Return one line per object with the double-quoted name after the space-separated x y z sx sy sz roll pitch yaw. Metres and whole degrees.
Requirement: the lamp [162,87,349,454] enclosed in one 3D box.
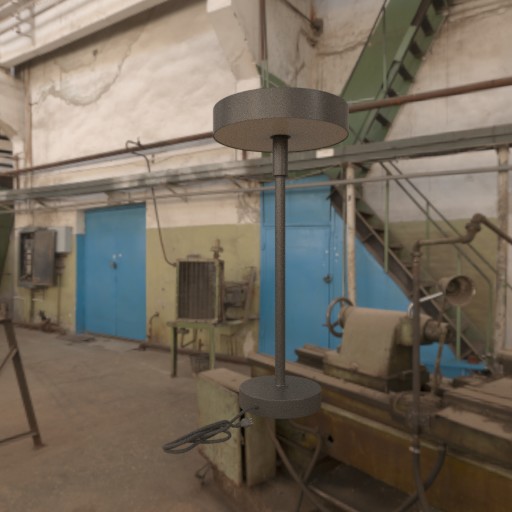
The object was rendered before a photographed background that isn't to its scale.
0.000 0.000 0.701 0.229 0.508 0.369 0 1 36 "lamp"
